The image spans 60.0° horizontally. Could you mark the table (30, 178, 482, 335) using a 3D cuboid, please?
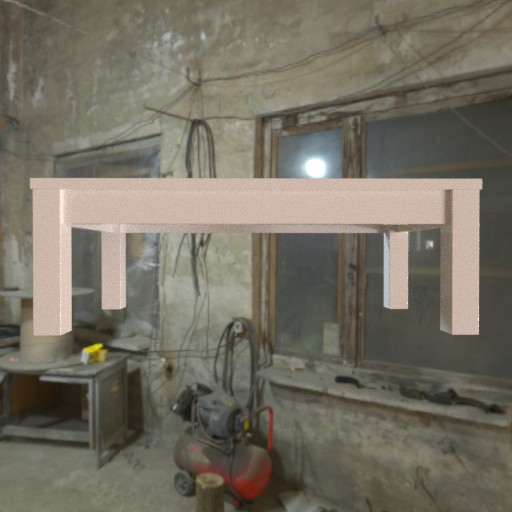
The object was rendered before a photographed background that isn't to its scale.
[{"bbox_3d":[0.000,0.000,1.674,1.350,0.470,0.700,0,1,-1],"label":"table"}]
